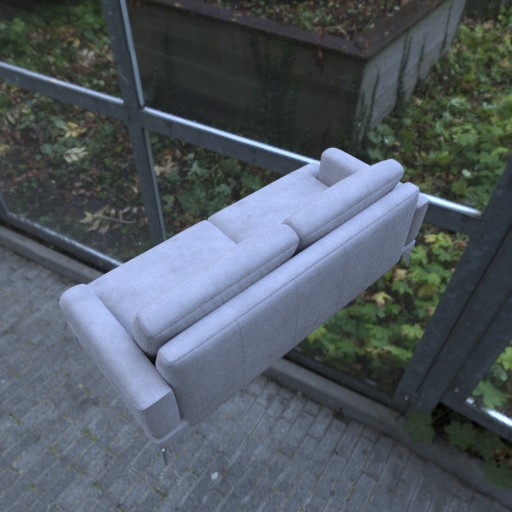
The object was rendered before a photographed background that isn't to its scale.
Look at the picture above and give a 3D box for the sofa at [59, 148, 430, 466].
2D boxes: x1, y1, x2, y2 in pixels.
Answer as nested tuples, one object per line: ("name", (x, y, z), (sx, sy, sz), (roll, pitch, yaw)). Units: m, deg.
("sofa", (0.000, 0.000, 2.537), (2.013, 0.830, 0.980), (-32, 54, -28))
